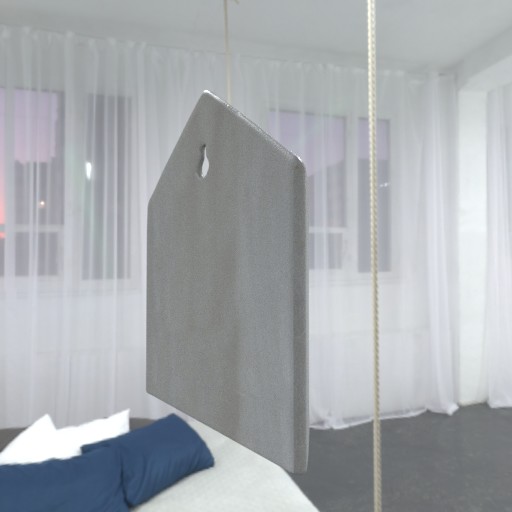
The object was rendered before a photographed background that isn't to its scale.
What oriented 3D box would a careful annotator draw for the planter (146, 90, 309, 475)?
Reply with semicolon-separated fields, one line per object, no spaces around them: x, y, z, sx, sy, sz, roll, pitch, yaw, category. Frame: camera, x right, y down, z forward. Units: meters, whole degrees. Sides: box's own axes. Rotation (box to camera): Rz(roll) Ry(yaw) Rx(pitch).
0.000;0.000;0.280;0.080;0.194;0.163;1;-2;-37;planter
